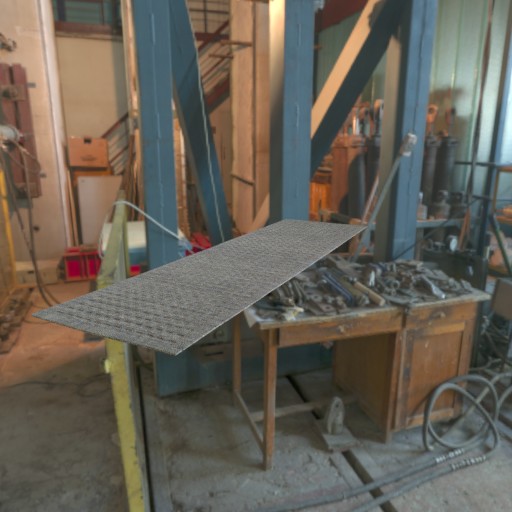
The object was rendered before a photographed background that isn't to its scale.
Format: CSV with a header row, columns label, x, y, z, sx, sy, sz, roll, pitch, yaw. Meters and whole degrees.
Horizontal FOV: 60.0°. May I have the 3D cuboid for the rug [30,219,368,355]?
label,x,y,z,sx,sy,sz,roll,pitch,yaw
rug,0.000,0.000,2.607,0.706,0.009,2.443,8,17,27
